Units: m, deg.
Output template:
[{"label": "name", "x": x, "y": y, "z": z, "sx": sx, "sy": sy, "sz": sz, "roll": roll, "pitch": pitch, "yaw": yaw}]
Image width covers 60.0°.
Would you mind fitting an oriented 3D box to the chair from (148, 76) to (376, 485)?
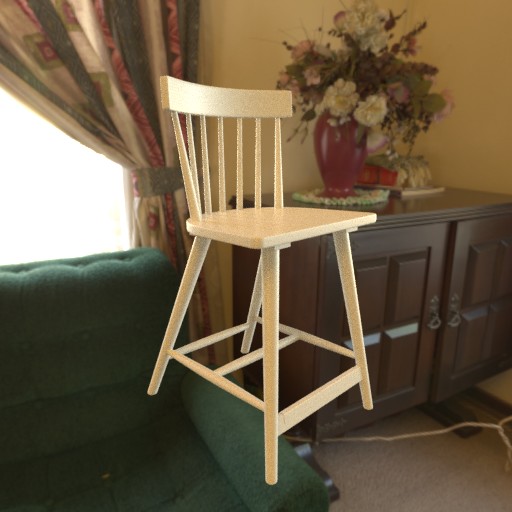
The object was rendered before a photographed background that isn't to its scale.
[{"label": "chair", "x": 0.000, "y": 0.000, "z": 1.290, "sx": 0.483, "sy": 0.952, "sz": 0.572, "roll": -14, "pitch": 20, "yaw": -43}]
